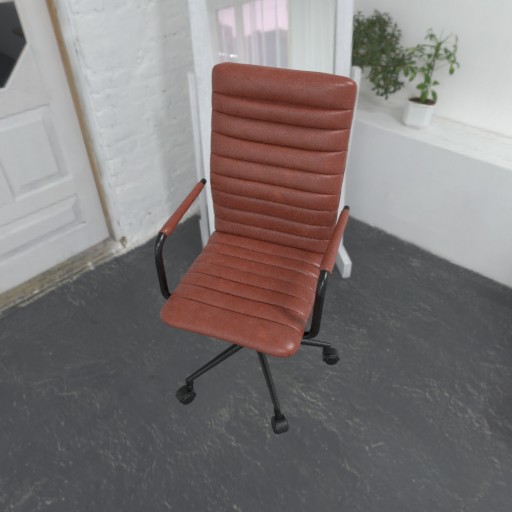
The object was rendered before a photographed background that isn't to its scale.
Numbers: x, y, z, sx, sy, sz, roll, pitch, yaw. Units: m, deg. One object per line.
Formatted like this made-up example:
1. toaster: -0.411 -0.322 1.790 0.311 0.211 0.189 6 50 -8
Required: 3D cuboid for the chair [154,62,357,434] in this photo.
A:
1. chair: 0.000 0.000 1.352 0.608 0.979 0.580 13 42 15
